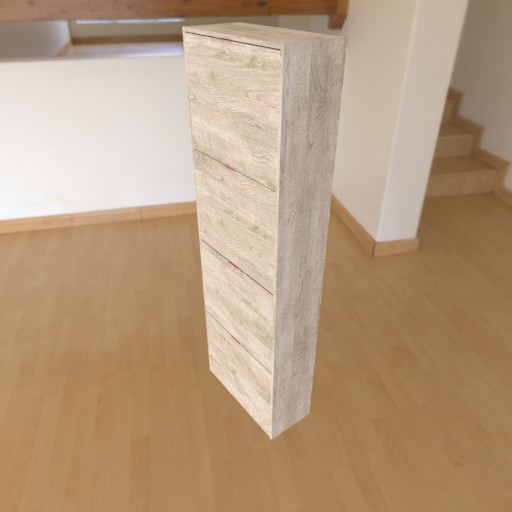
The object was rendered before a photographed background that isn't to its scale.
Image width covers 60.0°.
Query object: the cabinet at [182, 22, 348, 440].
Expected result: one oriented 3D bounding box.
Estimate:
[{"bbox_3d":[0.000,0.000,1.794,0.250,1.630,0.520,-22,39,-31],"label":"cabinet"}]
